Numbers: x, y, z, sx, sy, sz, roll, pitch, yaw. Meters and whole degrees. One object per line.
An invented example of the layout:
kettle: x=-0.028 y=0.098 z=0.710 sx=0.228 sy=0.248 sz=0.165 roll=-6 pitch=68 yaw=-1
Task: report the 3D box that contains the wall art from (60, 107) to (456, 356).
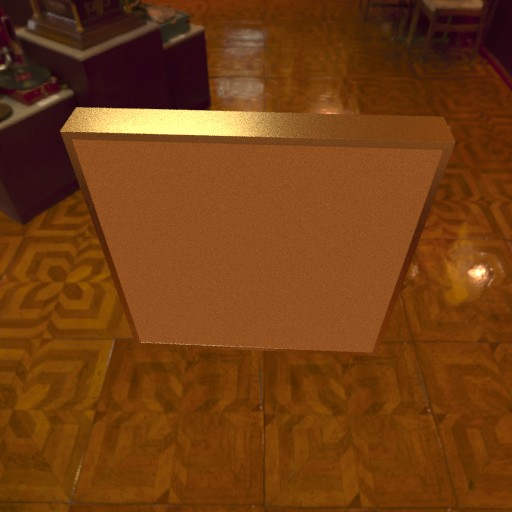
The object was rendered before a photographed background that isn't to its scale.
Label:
wall art: x=0.000 y=0.000 z=0.463 sx=0.304 sy=0.304 sz=0.038 roll=2 pitch=46 yaw=2
